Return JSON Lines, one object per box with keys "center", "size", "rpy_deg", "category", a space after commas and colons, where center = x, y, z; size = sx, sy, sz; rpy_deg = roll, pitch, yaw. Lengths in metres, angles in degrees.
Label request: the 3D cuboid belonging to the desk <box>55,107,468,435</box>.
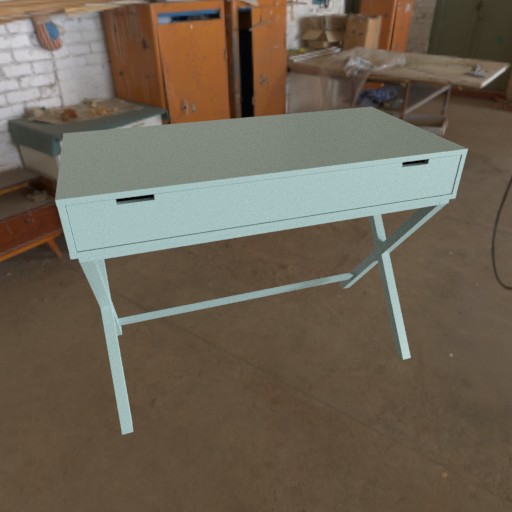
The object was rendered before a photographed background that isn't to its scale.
{"center": [0.000, 0.000, 1.481], "size": [1.059, 0.780, 0.509], "rpy_deg": [-10, 33, -15], "category": "desk"}
